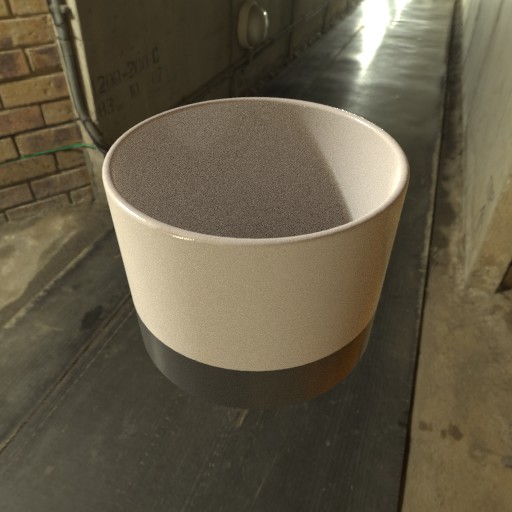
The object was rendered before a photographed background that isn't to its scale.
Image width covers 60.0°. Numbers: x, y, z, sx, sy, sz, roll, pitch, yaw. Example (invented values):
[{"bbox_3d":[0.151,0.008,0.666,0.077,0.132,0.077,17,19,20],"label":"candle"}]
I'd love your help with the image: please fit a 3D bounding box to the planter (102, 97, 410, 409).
[{"bbox_3d":[0.000,0.000,0.343,0.193,0.177,0.193,0,40,0],"label":"planter"}]
